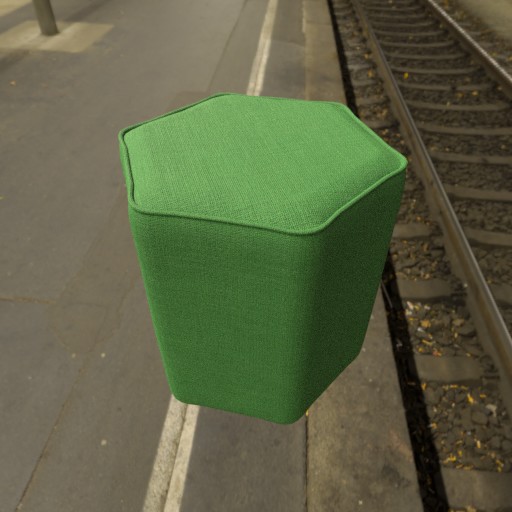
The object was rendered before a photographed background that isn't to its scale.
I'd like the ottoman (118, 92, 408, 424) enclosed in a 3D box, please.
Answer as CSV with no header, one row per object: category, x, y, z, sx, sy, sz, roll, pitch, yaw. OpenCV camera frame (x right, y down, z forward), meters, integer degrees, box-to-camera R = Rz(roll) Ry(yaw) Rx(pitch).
ottoman,0.000,0.000,0.895,0.444,0.507,0.499,-11,42,-13
